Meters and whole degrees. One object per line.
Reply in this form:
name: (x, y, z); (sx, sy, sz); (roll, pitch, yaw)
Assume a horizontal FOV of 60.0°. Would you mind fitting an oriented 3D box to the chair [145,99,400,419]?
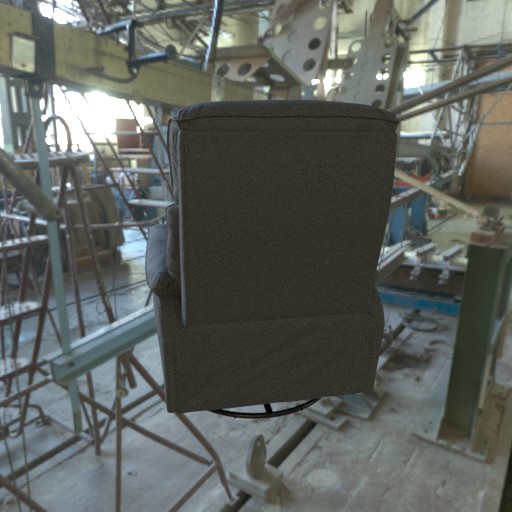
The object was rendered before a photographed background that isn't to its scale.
chair: (0.000, 0.000, 1.675); (0.820, 1.037, 1.004); (-3, 14, -11)
